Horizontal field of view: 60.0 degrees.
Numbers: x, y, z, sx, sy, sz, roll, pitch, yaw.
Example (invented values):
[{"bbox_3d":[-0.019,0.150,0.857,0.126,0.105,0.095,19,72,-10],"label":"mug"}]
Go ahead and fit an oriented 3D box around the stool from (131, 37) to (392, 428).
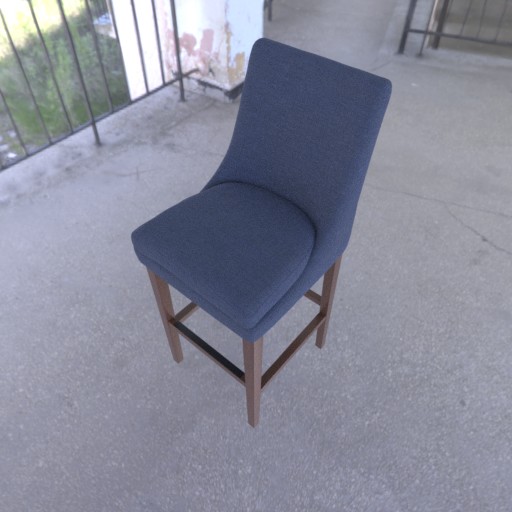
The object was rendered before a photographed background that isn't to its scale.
[{"bbox_3d":[0.000,0.000,1.391,0.470,1.078,0.577,32,55,26],"label":"stool"}]
